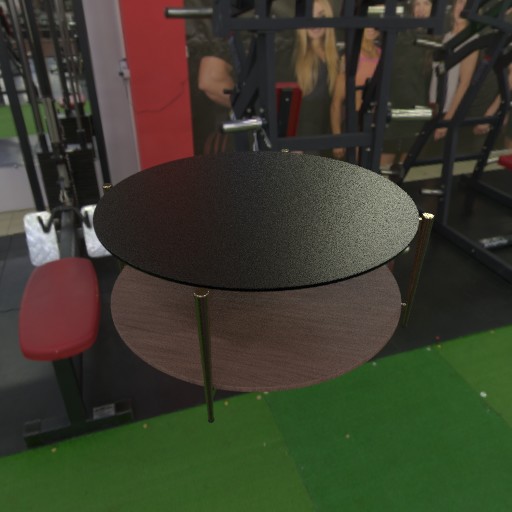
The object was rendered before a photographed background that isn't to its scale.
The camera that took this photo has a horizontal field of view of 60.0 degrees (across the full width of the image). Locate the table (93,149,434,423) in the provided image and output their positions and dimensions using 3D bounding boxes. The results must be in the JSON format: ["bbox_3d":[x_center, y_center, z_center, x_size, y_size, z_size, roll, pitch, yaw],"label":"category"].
[{"bbox_3d":[0.000,0.000,1.436,0.938,0.400,0.938,-9,32,-14],"label":"table"}]
